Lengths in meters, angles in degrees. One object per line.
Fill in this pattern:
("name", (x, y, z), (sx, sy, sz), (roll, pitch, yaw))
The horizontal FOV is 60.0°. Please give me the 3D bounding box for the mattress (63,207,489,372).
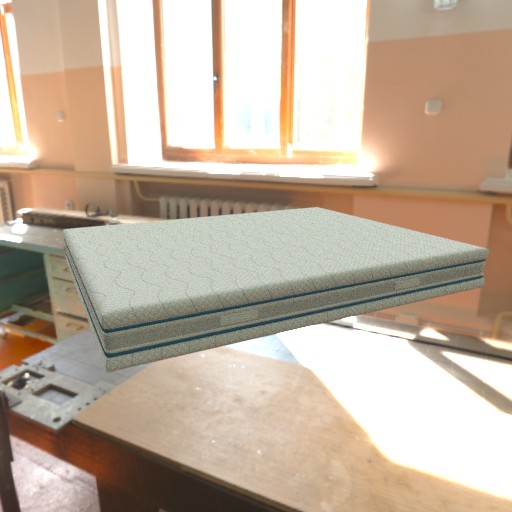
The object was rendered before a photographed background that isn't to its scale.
("mattress", (0.000, 0.000, 2.651), (2.000, 0.230, 1.600), (-8, 17, -26))
